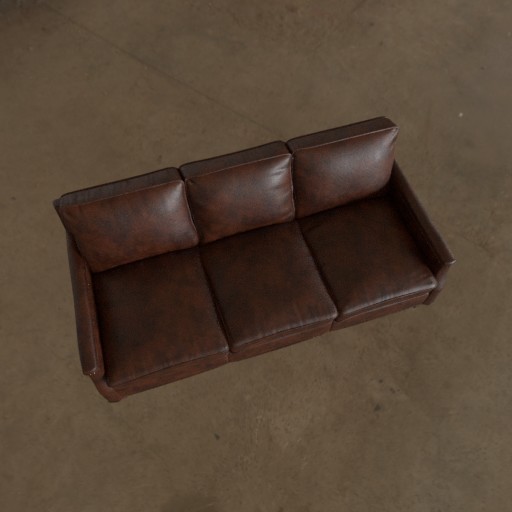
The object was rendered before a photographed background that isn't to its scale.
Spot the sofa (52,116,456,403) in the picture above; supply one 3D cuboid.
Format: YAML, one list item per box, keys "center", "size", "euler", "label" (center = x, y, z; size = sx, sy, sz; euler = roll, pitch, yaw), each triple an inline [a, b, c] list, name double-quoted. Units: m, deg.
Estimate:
- center: [0.000, 0.000, 2.805]
  size: [2.240, 1.003, 1.084]
  euler: [-16, 63, -8]
  label: "sofa"
